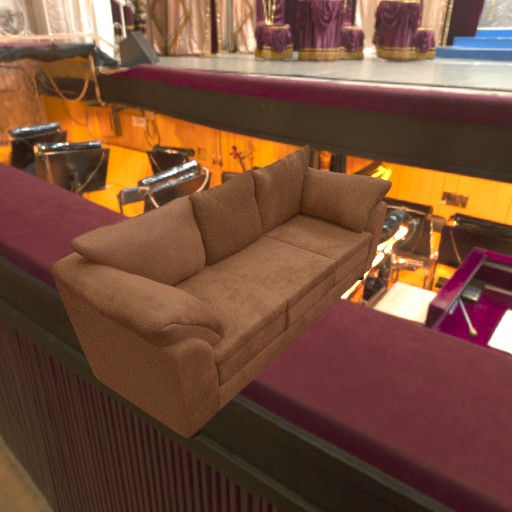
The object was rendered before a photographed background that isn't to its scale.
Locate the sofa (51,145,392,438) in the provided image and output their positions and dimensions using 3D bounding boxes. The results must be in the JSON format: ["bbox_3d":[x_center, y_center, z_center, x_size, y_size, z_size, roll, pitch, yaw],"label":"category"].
[{"bbox_3d":[0.000,0.000,2.875,0.893,0.981,2.377,18,32,32],"label":"sofa"}]
